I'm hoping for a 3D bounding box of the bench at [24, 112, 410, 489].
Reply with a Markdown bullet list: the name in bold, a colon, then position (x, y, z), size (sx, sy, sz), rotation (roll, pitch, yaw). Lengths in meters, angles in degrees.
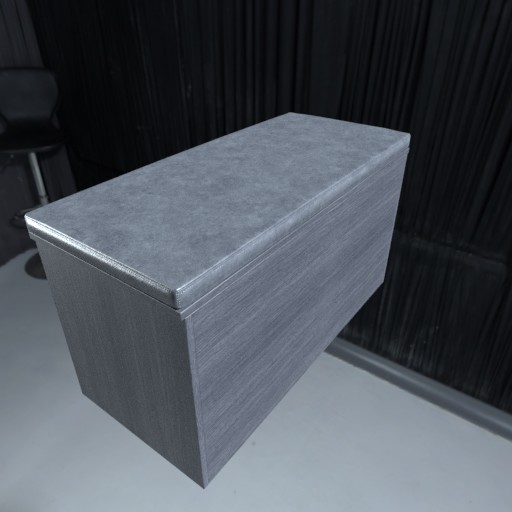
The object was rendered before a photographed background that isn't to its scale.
- **bench**: position (0.000, 0.000, 1.149), size (0.401, 0.501, 0.905), rotation (22, 38, 30)
